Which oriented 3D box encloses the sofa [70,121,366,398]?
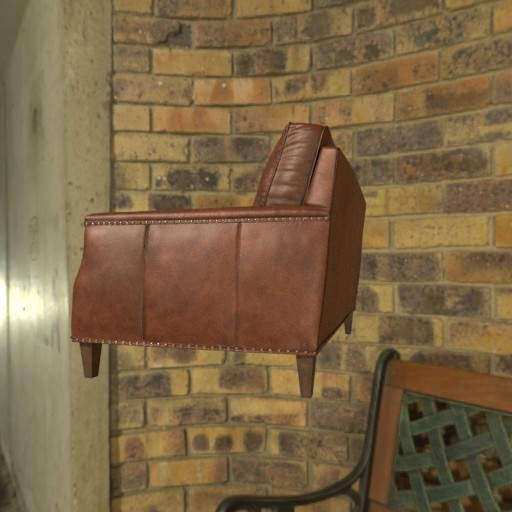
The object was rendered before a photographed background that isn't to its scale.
[{"bbox_3d":[0.000,0.000,2.358,1.083,1.003,1.628,0,-1,17],"label":"sofa"}]
